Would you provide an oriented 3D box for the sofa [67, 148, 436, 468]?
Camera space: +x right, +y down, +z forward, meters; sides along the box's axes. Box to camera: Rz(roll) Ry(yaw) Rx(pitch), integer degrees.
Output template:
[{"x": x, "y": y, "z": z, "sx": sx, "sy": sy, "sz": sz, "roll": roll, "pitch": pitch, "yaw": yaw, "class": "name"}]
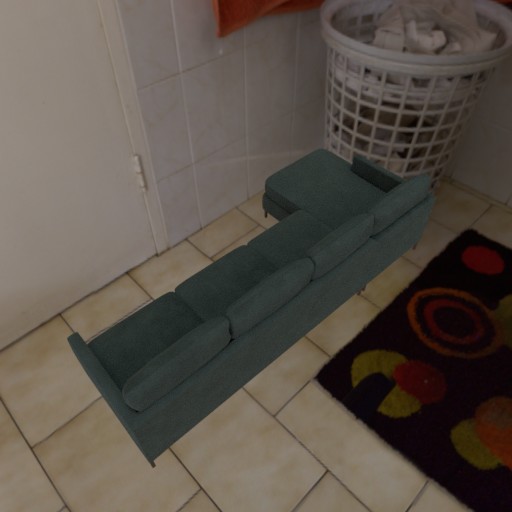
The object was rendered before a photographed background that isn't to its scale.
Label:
[{"x": 0.000, "y": 0.000, "z": 4.038, "sx": 3.400, "sy": 0.967, "sz": 1.500, "roll": -33, "pitch": 56, "yaw": -27, "class": "sofa"}]
